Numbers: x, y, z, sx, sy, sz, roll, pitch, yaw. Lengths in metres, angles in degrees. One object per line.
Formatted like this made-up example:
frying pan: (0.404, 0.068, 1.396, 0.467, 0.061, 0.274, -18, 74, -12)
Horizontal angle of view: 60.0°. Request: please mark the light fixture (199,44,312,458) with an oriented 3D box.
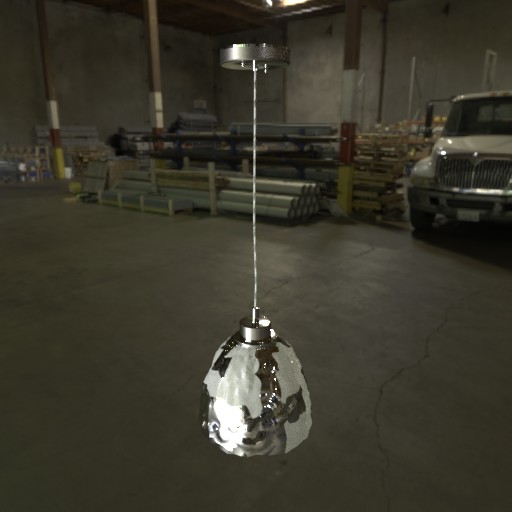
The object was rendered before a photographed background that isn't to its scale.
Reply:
light fixture: (0.000, 0.000, 1.773, 0.500, 1.511, 0.496, 8, 17, 26)
